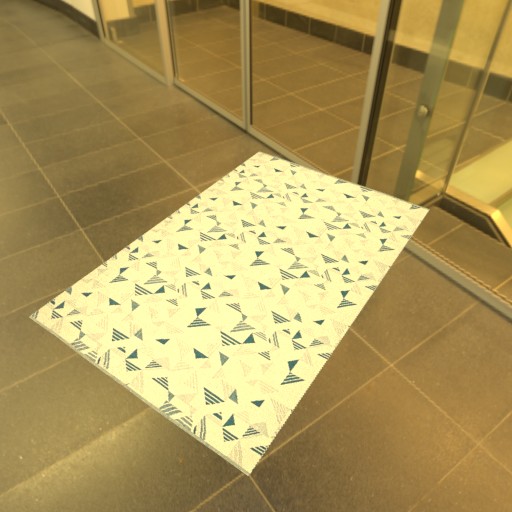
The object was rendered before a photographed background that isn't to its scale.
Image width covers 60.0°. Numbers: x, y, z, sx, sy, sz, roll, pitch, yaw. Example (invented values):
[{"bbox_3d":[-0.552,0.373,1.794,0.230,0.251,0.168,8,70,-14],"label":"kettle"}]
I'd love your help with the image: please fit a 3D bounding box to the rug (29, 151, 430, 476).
[{"bbox_3d":[0.000,0.000,2.285,1.206,0.003,1.835,25,48,25],"label":"rug"}]
